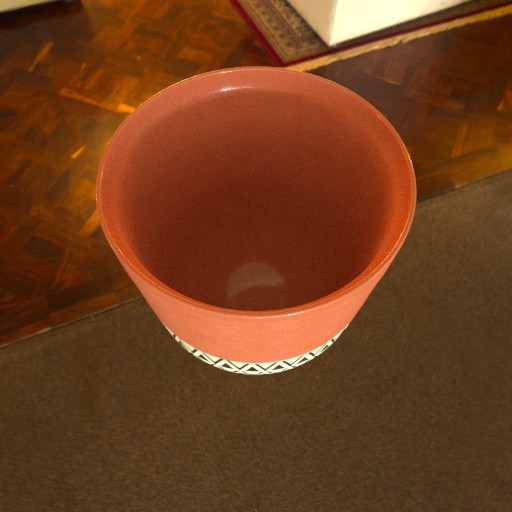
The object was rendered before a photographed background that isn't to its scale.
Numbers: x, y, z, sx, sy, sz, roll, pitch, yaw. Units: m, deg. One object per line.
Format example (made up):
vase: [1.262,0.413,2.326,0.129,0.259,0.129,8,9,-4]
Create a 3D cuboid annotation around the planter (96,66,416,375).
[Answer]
planter: [0.000,0.000,0.365,0.195,0.214,0.195,0,60,0]
